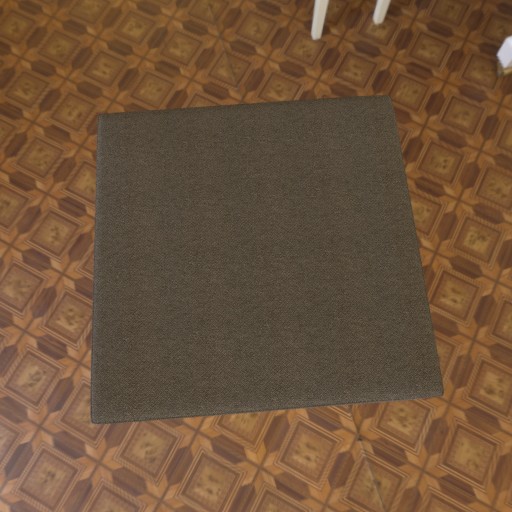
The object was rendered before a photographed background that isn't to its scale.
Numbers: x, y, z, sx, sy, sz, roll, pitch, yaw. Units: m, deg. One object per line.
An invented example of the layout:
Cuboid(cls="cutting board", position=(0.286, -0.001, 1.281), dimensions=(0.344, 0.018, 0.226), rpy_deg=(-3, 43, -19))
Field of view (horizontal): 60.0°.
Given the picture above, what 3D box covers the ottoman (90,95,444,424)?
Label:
Cuboid(cls="ottoman", position=(0.000, 0.000, 1.476), dimensions=(0.981, 0.378, 0.970), rpy_deg=(-4, 75, -1))
